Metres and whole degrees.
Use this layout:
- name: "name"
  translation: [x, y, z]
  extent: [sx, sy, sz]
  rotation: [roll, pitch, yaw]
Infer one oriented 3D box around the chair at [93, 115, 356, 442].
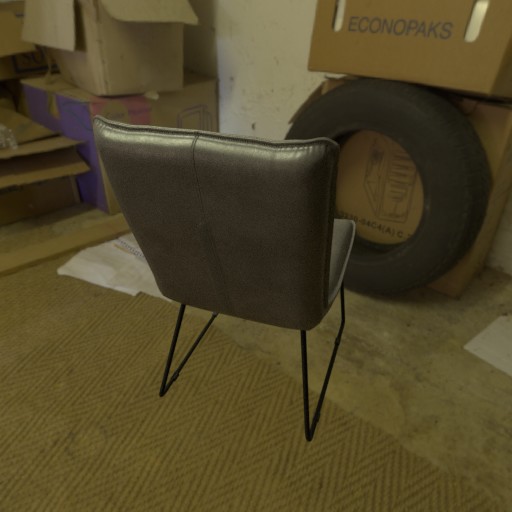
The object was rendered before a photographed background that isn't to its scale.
- name: "chair"
  translation: [0.000, 0.000, 1.310]
  extent: [0.515, 0.932, 0.688]
  rotation: [11, 34, 16]
